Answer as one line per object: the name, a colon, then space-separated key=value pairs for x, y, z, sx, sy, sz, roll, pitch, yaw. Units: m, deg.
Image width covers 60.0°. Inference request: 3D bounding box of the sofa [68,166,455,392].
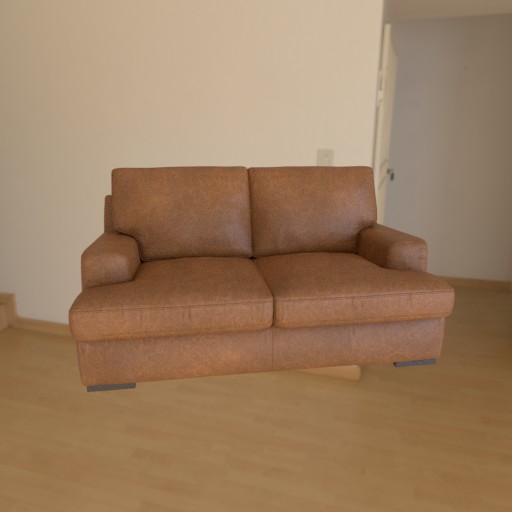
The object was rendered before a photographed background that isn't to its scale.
sofa: x=0.000 y=0.000 z=2.548 sx=1.880 sy=0.966 sz=1.144 roll=-2 pitch=16 yaw=-8
